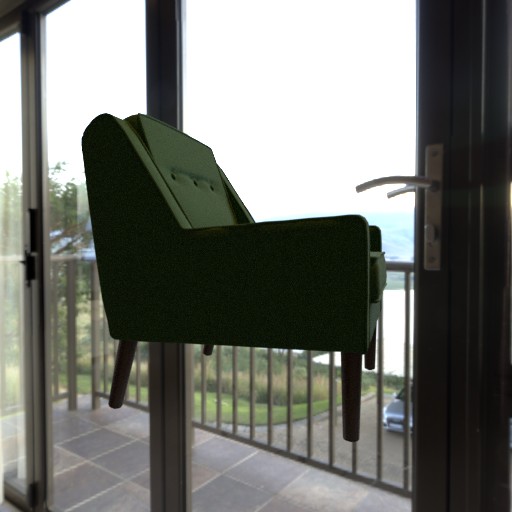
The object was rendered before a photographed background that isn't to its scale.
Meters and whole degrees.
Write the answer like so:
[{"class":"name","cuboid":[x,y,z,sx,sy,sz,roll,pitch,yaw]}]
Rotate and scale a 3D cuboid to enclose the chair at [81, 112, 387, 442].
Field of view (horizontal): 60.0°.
[{"class":"chair","cuboid":[0.000,0.000,1.331,0.743,0.792,0.663,1,2,18]}]
